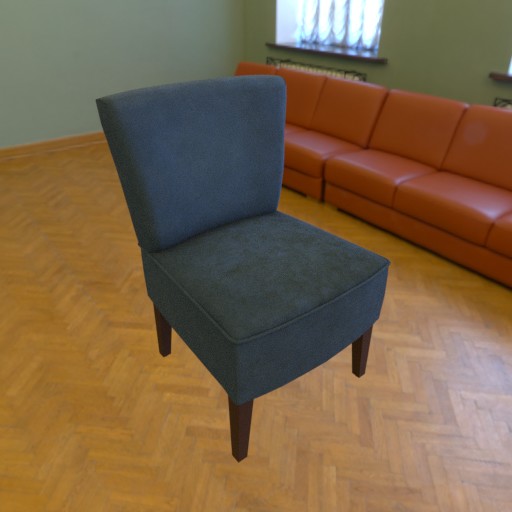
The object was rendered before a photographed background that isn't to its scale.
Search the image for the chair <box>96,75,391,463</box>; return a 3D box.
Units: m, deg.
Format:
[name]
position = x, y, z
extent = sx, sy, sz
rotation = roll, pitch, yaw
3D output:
[chair]
position = 0.000, 0.000, 1.164
extent = 0.521, 0.806, 0.551
rotation = -22, 37, -32
